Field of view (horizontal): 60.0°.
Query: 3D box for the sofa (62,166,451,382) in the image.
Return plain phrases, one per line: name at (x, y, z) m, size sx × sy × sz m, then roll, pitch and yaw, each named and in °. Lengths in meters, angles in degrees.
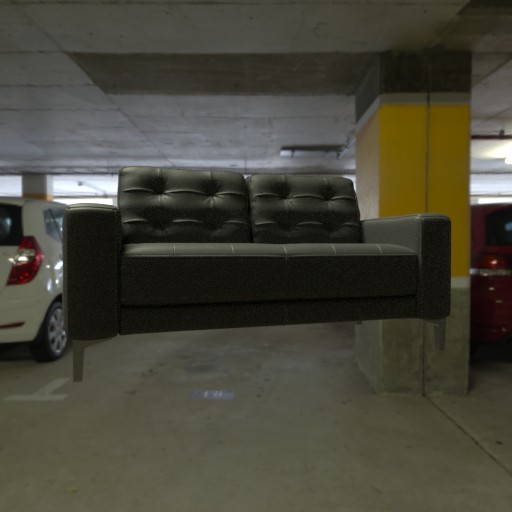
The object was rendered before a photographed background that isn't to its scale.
sofa at (0.000, 0.000, 2.218) m, size 1.726 × 0.892 × 0.833 m, roll 0°, pitch 1°, yaw -18°
